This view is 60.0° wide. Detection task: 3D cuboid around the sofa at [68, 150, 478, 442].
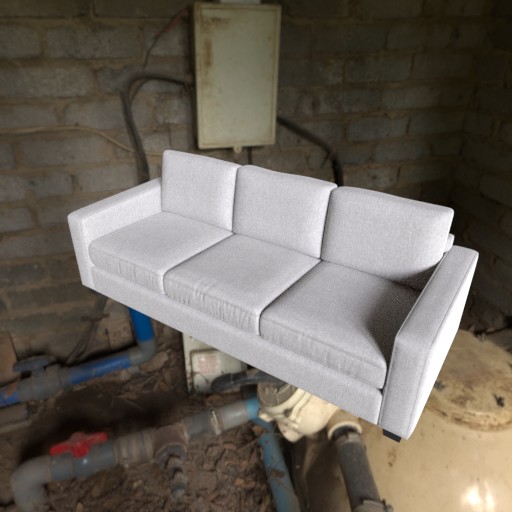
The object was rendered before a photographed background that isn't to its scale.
[{"bbox_3d":[0.000,0.000,2.493,2.120,0.800,0.900,18,34,29],"label":"sofa"}]
